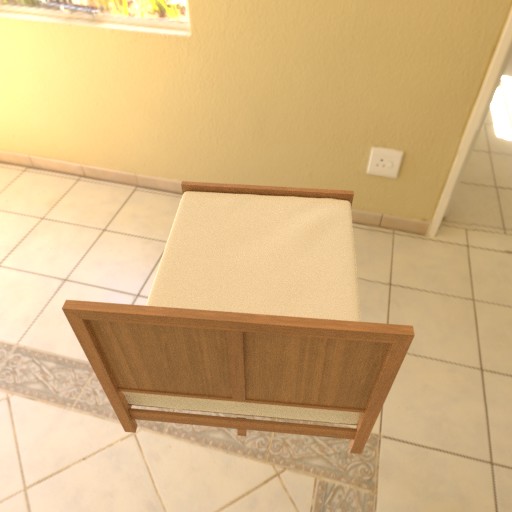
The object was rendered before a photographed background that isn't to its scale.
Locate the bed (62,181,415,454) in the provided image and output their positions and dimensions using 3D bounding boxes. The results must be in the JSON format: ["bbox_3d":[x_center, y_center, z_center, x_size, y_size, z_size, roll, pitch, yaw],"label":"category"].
[{"bbox_3d":[0.000,0.000,3.258,1.606,1.387,2.184,4,46,4],"label":"bed"}]
